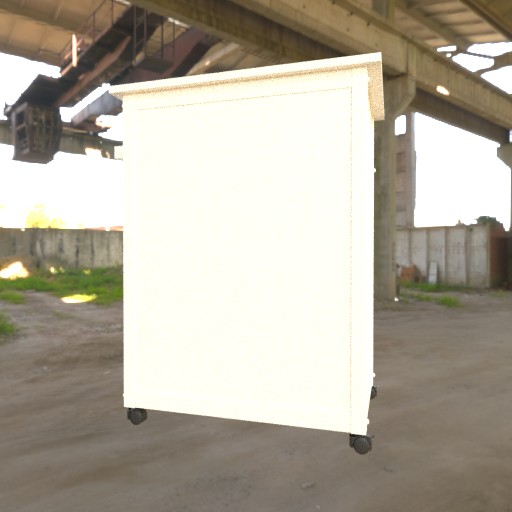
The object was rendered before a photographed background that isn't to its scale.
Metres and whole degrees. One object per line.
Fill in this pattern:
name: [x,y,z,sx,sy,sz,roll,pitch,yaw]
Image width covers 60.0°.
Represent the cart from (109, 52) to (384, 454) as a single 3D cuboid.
cart: [0.000,0.000,1.246,0.683,0.864,0.442,0,1,17]
